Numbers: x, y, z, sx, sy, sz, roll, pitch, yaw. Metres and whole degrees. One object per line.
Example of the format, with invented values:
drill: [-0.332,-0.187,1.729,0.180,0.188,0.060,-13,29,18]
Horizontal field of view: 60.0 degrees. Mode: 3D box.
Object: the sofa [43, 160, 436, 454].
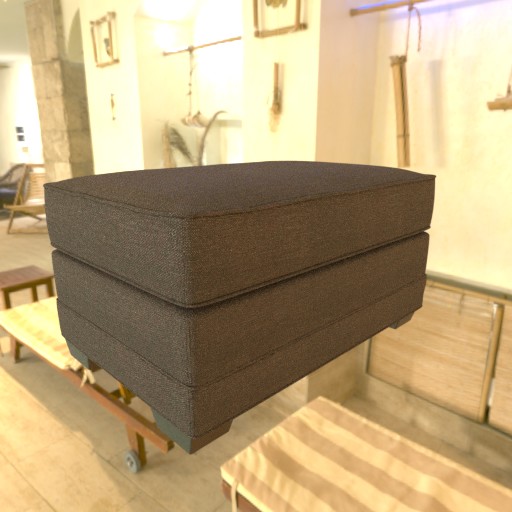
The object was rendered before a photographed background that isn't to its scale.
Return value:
sofa: [0.000,0.000,1.161,0.854,0.457,0.578,-15,22,-42]
